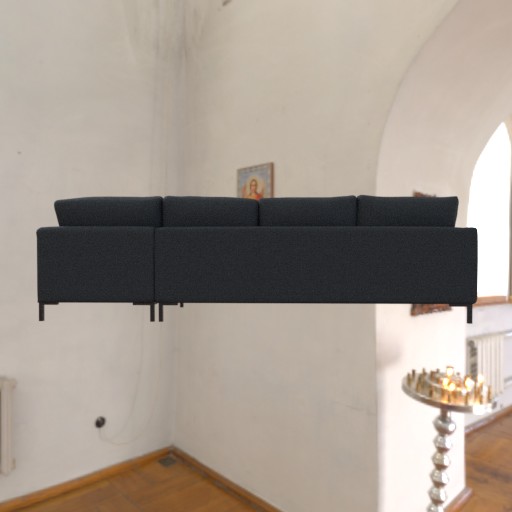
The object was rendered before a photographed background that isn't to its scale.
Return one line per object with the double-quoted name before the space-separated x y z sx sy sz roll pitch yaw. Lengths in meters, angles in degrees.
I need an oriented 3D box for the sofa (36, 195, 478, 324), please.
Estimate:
"sofa" 0.000 0.000 3.888 2.975 0.858 1.984 0 1 2
